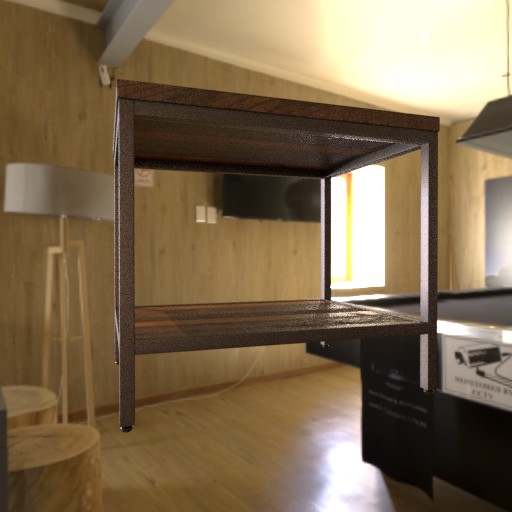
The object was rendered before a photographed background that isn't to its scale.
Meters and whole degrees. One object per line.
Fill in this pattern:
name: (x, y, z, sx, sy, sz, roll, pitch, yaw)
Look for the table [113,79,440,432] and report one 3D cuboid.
table: (0.000, 0.000, 1.116, 0.678, 0.612, 0.524, 0, 1, -19)
